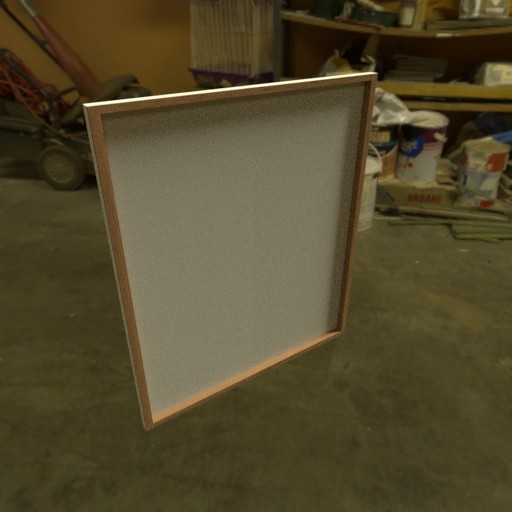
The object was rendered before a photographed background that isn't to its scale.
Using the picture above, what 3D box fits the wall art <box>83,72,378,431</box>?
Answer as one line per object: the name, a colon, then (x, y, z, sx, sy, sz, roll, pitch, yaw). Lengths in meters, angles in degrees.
wall art: (0.000, 0.000, 0.978, 0.609, 0.710, 0.021, -19, 35, -29)
